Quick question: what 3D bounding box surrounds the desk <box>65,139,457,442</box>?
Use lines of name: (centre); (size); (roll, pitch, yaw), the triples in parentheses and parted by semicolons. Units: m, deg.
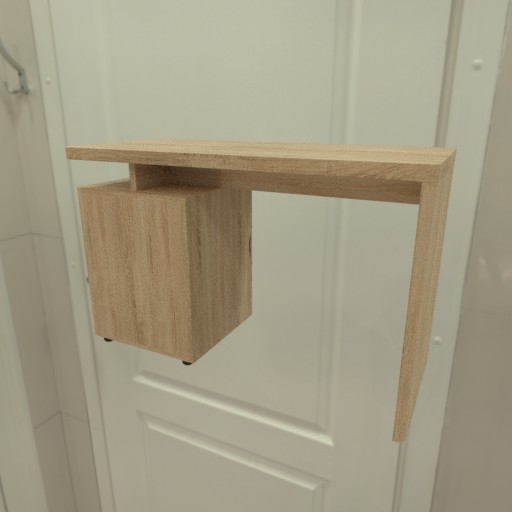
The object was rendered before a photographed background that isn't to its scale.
desk: (0.000, 0.000, 1.594); (1.200, 0.760, 0.550); (9, 20, 26)
